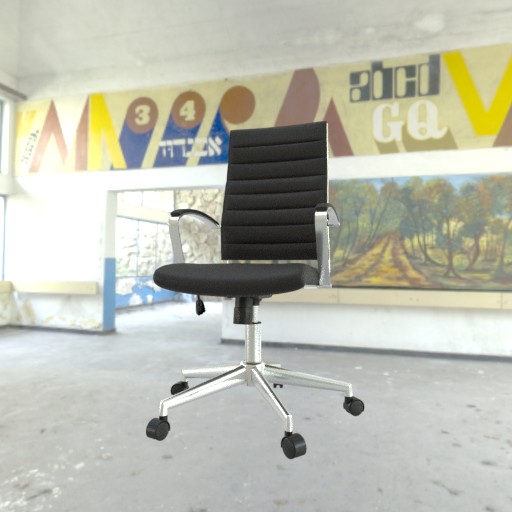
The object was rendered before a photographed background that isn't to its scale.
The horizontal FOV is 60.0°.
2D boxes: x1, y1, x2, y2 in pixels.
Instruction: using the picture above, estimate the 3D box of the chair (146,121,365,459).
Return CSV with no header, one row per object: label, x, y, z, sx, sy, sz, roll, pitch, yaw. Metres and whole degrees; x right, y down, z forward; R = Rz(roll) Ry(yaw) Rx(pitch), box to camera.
chair,0.000,0.000,1.641,0.766,1.149,0.739,0,-1,18
